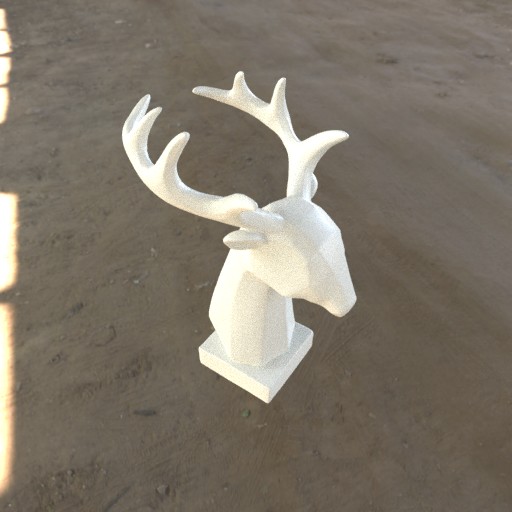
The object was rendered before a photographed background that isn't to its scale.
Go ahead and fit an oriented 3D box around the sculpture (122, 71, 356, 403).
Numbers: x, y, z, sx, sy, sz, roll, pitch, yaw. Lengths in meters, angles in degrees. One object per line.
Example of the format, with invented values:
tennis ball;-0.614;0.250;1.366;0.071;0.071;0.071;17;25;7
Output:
sculpture;0.000;0.000;0.460;0.224;0.329;0.174;24;46;26
